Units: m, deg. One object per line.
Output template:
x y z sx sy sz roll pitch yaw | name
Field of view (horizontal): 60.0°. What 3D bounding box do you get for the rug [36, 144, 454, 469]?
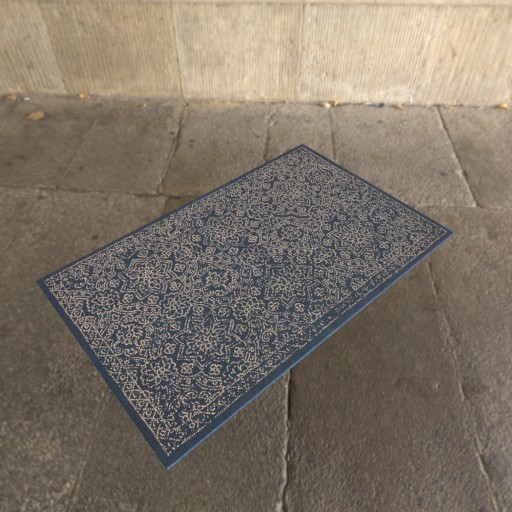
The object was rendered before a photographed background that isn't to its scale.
0.000 0.000 3.014 2.441 0.015 1.526 -32 55 -27 | rug
